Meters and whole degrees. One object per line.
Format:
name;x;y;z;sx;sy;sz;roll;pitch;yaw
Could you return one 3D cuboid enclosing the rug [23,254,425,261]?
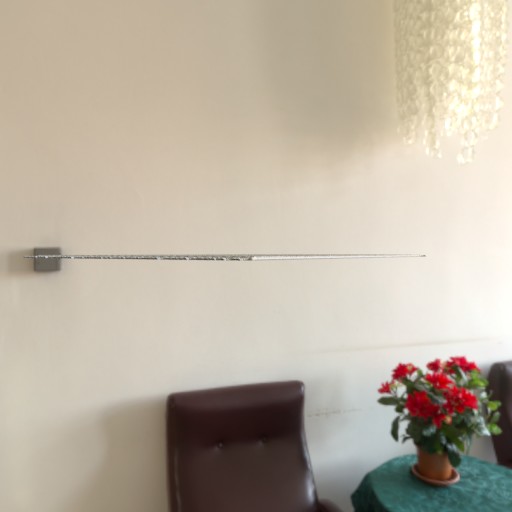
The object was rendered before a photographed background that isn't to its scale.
rug;0.000;0.000;2.349;1.243;0.013;1.872;0;0;36
